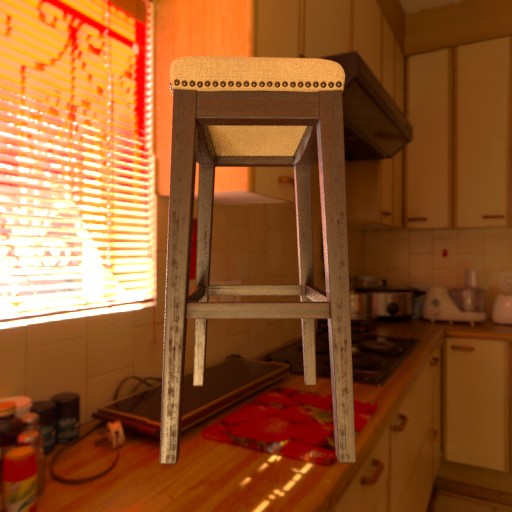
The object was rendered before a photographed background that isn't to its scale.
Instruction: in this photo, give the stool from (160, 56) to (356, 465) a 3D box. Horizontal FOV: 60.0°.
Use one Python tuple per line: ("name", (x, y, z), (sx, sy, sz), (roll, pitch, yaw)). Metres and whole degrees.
("stool", (0.000, 0.000, 1.068), (0.363, 0.768, 0.509), (0, 0, -1))
